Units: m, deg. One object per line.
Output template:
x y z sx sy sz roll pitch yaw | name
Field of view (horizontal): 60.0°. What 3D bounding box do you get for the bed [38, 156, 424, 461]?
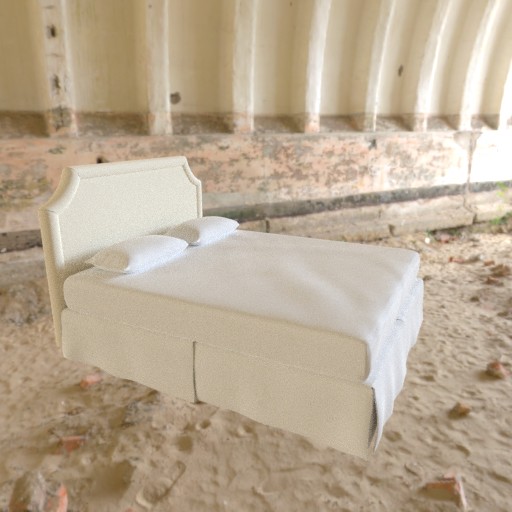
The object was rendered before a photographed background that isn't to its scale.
0.000 0.000 3.974 2.773 1.590 2.350 8 18 26 | bed
